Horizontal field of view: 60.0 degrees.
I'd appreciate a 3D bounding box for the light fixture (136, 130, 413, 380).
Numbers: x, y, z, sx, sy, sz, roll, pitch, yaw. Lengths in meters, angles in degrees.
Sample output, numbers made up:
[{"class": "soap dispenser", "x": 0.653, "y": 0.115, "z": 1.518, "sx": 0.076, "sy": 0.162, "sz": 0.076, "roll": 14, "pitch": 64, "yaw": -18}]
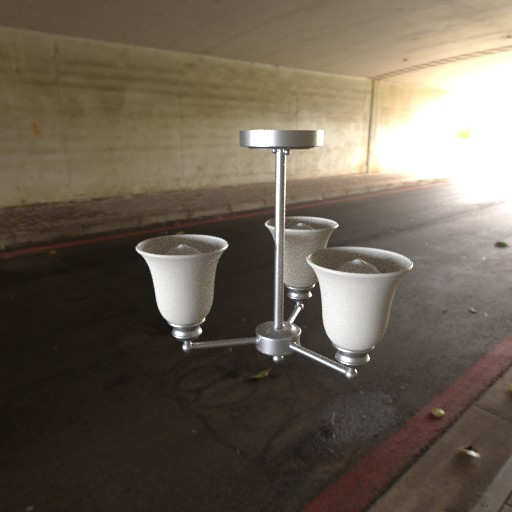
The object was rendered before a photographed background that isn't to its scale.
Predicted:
[{"class": "light fixture", "x": 0.000, "y": 0.000, "z": 0.680, "sx": 0.354, "sy": 0.370, "sz": 0.388, "roll": -3, "pitch": 15, "yaw": -11}]
